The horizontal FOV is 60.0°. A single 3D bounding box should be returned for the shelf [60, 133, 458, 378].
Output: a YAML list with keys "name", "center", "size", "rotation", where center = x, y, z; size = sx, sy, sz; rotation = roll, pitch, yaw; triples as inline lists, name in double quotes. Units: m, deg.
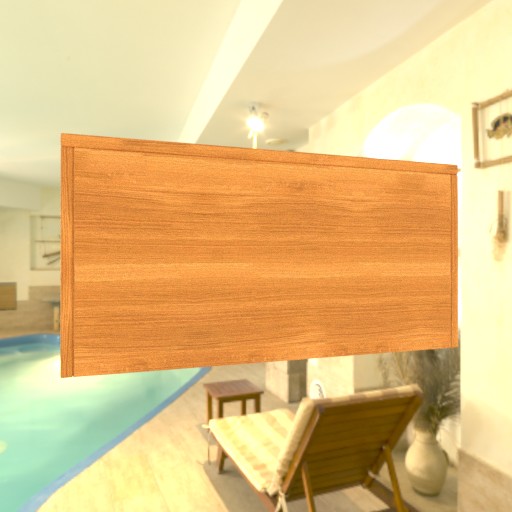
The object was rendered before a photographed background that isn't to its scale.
- name: "shelf"
  center: [0.000, 0.000, 1.034]
  size: [0.800, 0.400, 0.400]
  rotation: [0, 0, -18]
